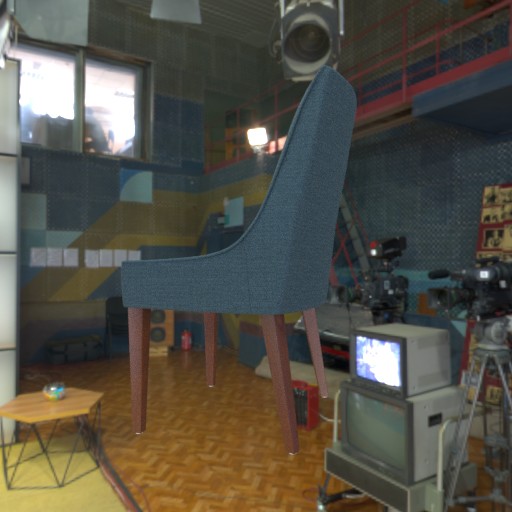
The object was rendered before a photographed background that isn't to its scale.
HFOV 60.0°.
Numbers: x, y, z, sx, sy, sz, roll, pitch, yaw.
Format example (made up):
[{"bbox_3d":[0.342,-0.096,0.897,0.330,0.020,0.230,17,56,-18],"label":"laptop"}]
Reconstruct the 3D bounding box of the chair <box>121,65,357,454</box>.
[{"bbox_3d":[0.000,0.000,1.221,0.544,0.861,0.529,0,-1,18],"label":"chair"}]
